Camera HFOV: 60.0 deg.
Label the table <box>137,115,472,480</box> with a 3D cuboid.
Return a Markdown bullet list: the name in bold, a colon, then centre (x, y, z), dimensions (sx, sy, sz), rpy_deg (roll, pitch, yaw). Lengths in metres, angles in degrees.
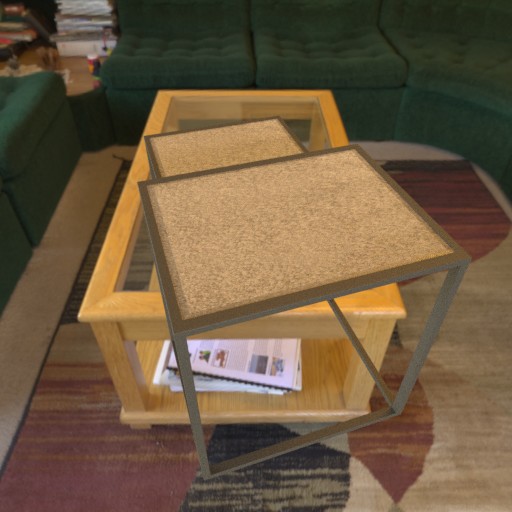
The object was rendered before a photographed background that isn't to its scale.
- **table**: centre (0.000, 0.000, 1.147), dimensions (0.508, 0.540, 0.788), rpy_deg (-13, 44, -13)
